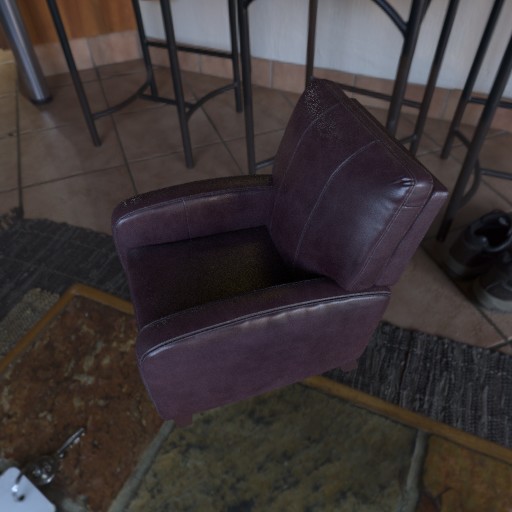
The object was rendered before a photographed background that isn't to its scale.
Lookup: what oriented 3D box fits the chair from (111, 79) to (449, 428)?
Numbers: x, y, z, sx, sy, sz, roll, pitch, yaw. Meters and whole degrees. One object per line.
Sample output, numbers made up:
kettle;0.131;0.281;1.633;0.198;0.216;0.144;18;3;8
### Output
chair;0.000;0.000;1.656;0.990;0.990;0.762;-15;49;-13
